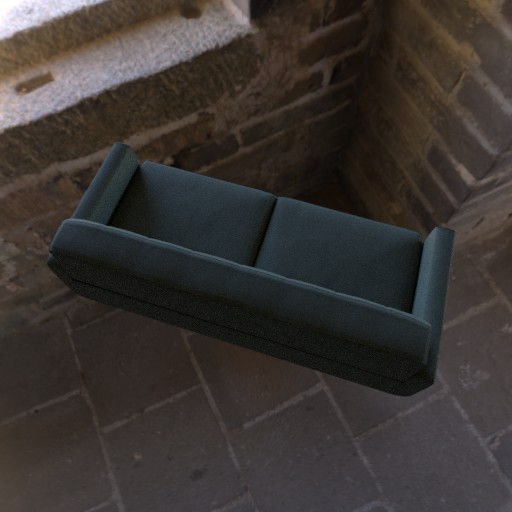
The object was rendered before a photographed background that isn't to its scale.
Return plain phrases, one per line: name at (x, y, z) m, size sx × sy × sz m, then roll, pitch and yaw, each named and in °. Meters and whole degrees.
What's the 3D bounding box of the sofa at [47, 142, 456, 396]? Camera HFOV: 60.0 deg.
sofa at (0.000, 0.000, 2.502) m, size 2.029 × 0.841 × 0.909 m, roll 16°, pitch 66°, yaw 7°
